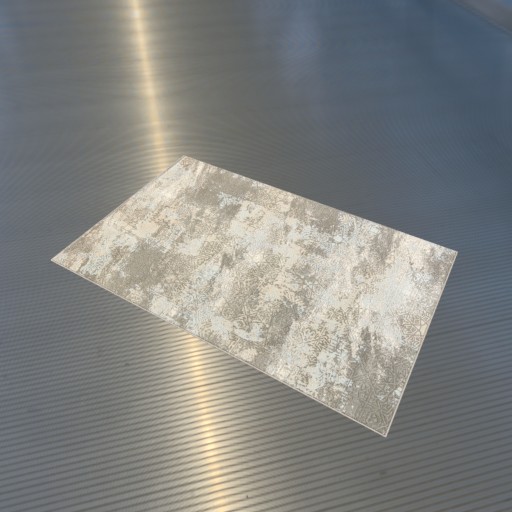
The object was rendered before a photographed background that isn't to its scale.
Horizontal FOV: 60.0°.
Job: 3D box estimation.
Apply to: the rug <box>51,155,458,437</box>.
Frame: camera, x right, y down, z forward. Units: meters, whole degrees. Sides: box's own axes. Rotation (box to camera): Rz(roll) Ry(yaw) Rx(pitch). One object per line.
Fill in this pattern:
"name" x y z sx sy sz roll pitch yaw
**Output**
"rug" 0.000 0.000 3.127 2.431 0.012 1.536 23 50 21
